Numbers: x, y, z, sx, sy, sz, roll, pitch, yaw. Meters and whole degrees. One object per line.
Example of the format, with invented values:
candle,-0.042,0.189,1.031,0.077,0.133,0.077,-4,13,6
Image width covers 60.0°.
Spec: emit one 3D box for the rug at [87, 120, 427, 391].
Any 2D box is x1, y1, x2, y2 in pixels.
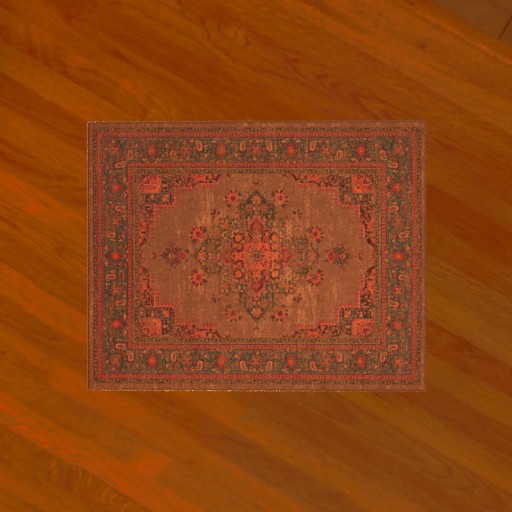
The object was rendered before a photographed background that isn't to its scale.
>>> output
rug,0.000,0.000,3.997,3.057,0.013,2.434,0,90,1
